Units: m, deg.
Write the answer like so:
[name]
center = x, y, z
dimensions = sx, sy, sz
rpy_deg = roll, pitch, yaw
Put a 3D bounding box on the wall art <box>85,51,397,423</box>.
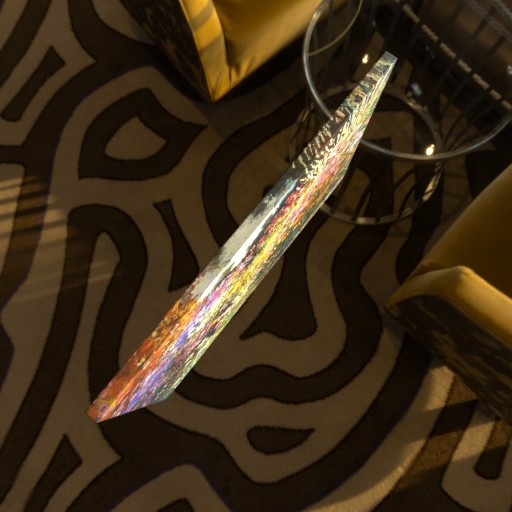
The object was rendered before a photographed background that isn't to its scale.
[wall art]
center = 0.000, 0.000, 1.413
dimensions = 0.042, 0.760, 1.136
rpy_deg = 37, 79, 9
